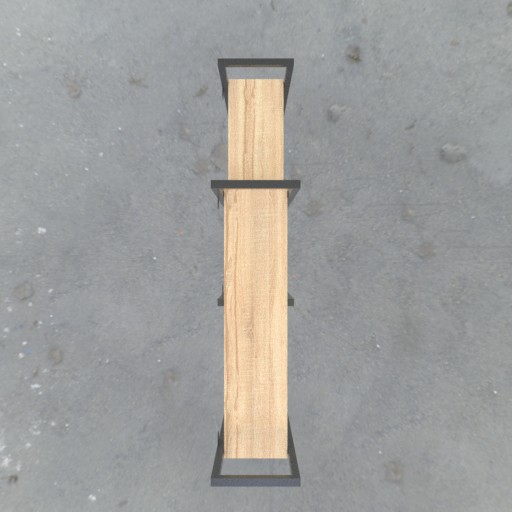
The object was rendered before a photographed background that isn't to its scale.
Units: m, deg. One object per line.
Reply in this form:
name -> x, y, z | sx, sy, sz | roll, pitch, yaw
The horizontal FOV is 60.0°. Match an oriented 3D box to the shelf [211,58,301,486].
shelf -> 0.000, 0.000, 1.360 | 0.183, 0.921, 0.946 | 0, 90, 0
